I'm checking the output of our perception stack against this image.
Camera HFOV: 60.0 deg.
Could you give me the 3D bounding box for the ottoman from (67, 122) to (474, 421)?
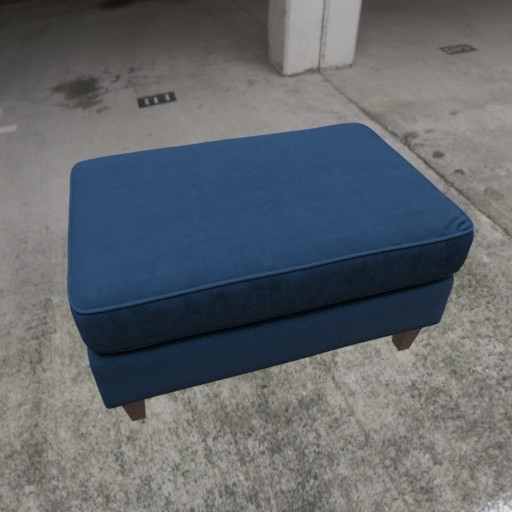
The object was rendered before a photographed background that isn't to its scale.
[{"bbox_3d":[0.000,0.000,1.191,0.862,0.484,0.583,-11,42,-13],"label":"ottoman"}]
